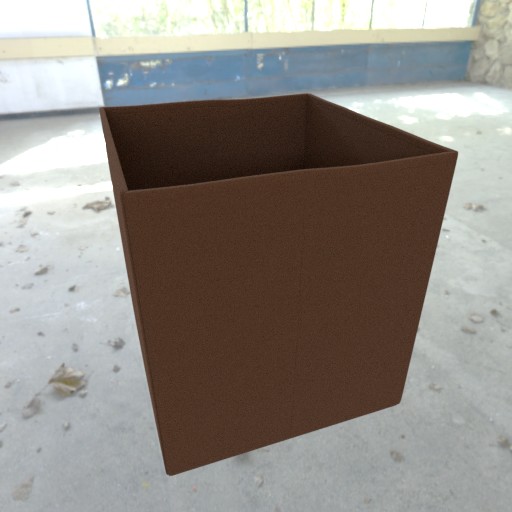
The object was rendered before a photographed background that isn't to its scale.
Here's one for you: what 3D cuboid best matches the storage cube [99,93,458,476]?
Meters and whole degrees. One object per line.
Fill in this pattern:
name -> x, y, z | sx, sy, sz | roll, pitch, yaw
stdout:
storage cube -> 0.000, 0.000, 0.480 | 0.270, 0.280, 0.270 | -10, 31, -17
